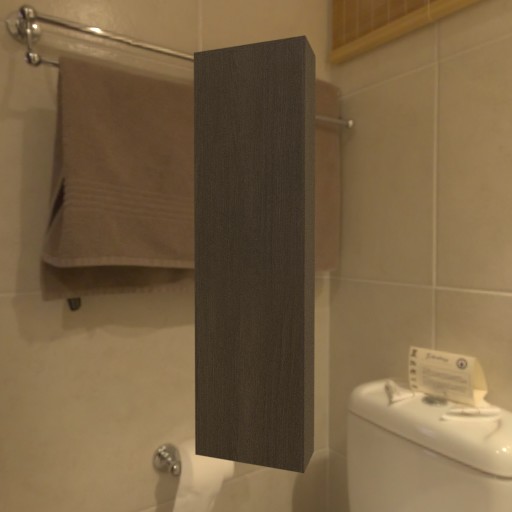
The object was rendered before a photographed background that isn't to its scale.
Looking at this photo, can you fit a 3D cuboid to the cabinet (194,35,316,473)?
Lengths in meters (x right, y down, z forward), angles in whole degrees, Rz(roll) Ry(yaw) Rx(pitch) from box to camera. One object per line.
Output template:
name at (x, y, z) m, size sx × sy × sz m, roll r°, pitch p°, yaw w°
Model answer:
cabinet at (0.000, 0.000, 2.001) m, size 0.500 × 1.790 × 0.230 m, roll 1°, pitch 2°, yaw 19°
